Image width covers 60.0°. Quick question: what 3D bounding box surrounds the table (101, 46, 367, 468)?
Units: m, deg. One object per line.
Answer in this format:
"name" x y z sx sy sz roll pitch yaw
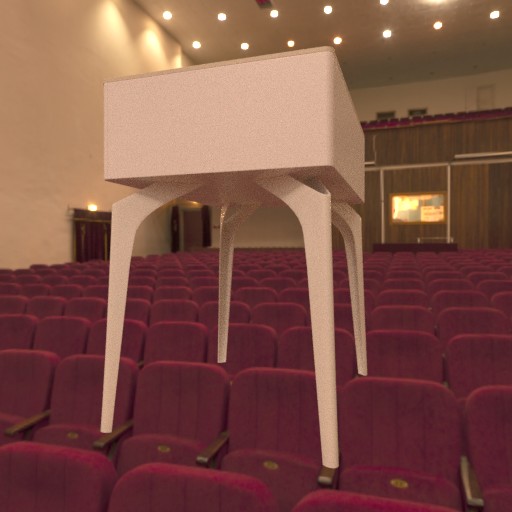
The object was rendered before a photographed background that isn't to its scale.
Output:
"table" 0.000 0.000 0.894 0.400 0.570 0.500 0 1 19
